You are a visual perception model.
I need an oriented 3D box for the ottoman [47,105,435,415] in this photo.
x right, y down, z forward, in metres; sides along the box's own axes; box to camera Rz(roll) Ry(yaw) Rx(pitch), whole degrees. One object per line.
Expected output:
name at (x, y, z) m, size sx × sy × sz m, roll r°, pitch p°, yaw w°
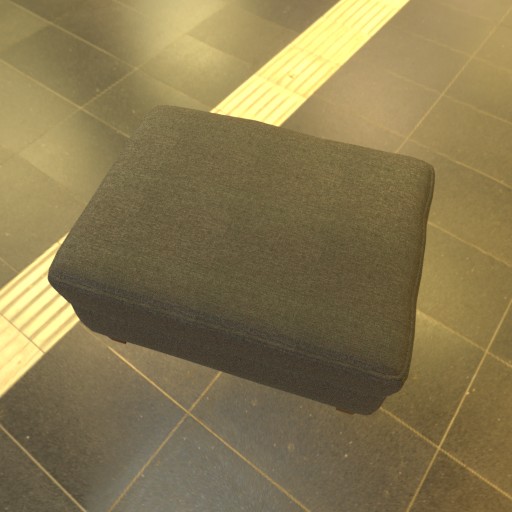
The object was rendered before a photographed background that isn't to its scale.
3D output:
ottoman at (0.000, 0.000, 1.238) m, size 0.826 × 0.496 × 0.639 m, roll 15°, pitch 60°, yaw 9°
